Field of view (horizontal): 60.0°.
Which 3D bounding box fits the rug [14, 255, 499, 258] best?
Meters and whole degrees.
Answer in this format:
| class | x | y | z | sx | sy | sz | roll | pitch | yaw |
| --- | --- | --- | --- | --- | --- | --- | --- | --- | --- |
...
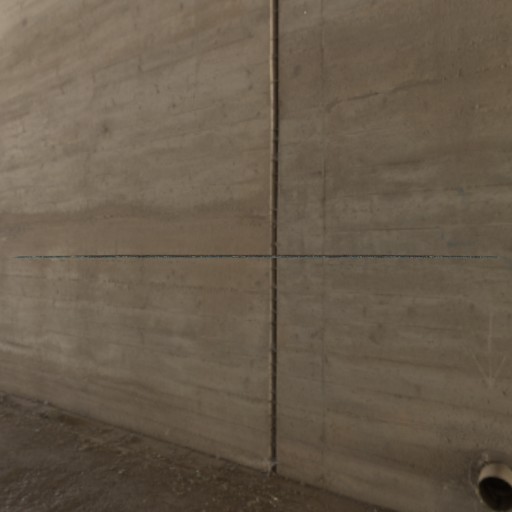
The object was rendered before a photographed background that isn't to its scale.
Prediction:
| class | x | y | z | sx | sy | sz | roll | pitch | yaw |
| --- | --- | --- | --- | --- | --- | --- | --- | --- | --- |
| rug | 0.000 | 0.000 | 4.175 | 3.291 | 0.013 | 2.337 | 0 | 0 | -1 |
